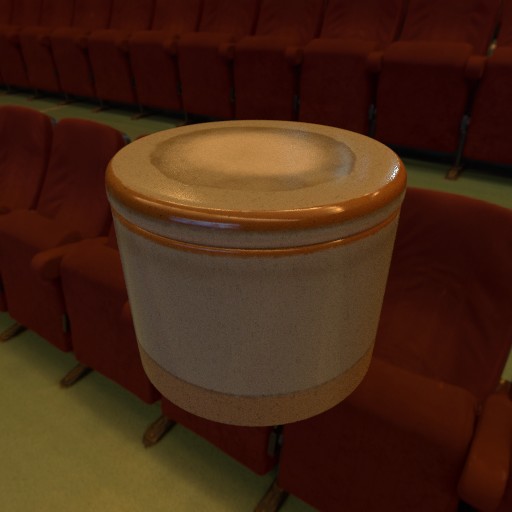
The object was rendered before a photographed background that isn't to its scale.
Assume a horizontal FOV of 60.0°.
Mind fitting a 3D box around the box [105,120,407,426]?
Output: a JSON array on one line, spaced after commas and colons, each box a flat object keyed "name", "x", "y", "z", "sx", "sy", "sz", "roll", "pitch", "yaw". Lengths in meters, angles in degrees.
[{"name": "box", "x": 0.000, "y": 0.000, "z": 0.210, "sx": 0.123, "sy": 0.100, "sz": 0.123, "roll": 0, "pitch": 30, "yaw": 0}]
